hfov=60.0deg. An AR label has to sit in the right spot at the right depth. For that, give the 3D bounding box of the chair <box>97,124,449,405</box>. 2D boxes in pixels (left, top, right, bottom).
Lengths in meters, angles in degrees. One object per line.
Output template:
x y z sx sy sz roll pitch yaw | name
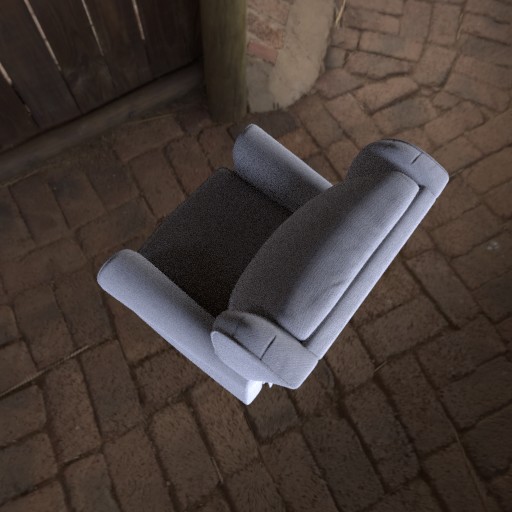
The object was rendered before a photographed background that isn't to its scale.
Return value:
0.000 0.000 1.676 0.854 0.966 0.906 35 69 16 | chair
